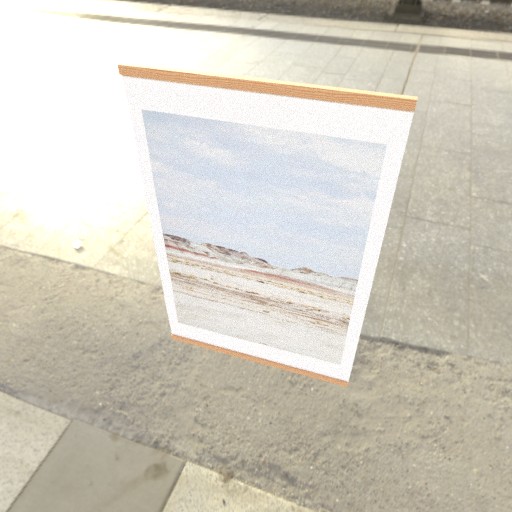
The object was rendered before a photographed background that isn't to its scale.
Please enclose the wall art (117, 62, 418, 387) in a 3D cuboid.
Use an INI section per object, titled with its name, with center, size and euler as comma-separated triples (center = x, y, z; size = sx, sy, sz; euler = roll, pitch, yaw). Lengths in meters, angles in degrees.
[wall art]
center = 0.000, 0.000, 1.938
size = 1.011, 1.521, 0.025
euler = 12, 43, 14
